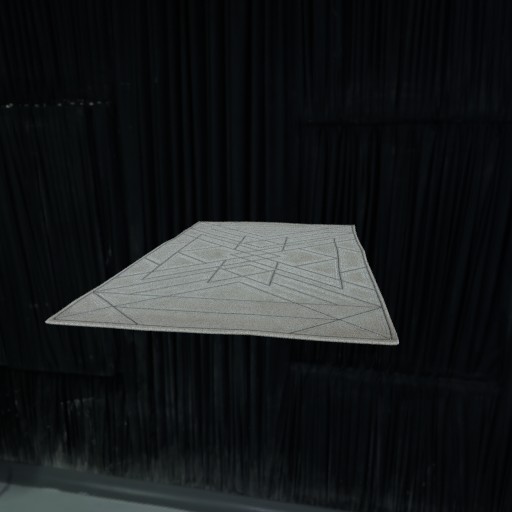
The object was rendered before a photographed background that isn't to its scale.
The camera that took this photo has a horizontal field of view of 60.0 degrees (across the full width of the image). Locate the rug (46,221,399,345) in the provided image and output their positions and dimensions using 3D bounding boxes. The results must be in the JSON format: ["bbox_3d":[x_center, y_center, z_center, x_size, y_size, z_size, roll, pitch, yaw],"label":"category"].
[{"bbox_3d":[0.000,0.000,1.037,0.511,0.008,0.869,2,15,8],"label":"rug"}]
